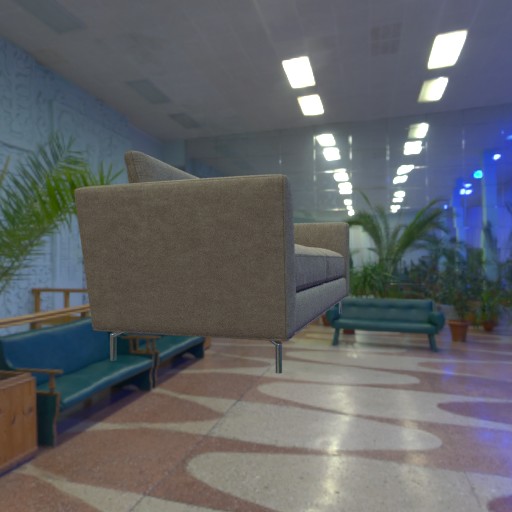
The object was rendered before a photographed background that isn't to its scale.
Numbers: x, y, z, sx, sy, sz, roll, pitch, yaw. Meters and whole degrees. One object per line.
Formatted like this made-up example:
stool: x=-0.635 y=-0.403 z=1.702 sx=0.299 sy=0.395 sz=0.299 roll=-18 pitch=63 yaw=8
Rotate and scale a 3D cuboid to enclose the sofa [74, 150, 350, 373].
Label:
sofa: x=0.000 y=0.000 z=2.609 sx=0.889 sy=0.864 sz=2.121 roll=0 pitch=-1 yaw=17
